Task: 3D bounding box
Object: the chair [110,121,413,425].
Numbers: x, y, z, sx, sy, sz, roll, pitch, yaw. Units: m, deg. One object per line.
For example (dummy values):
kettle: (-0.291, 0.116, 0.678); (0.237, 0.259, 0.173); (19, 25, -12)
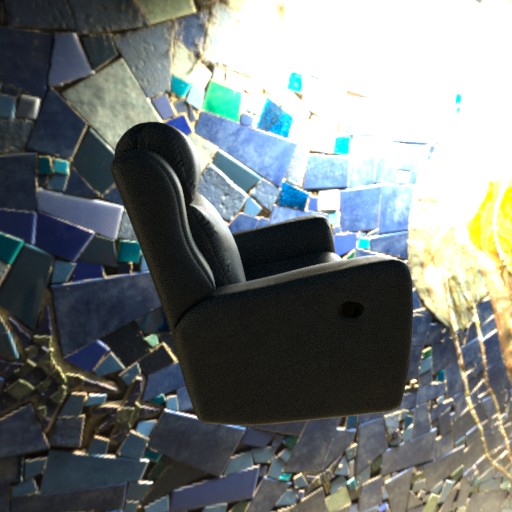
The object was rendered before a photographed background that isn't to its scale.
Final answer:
chair: (0.000, 0.000, 1.949); (1.068, 1.116, 0.965); (-3, 16, -10)
